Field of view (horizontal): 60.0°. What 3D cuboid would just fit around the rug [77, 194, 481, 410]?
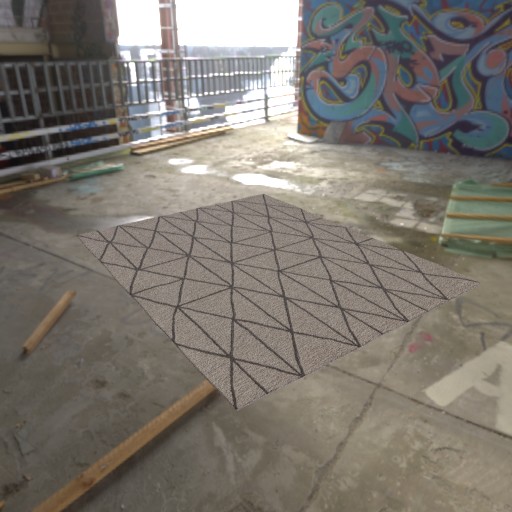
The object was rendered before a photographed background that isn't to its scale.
[{"bbox_3d":[0.000,0.000,4.161,2.468,0.022,3.061,-17,30,-32],"label":"rug"}]
